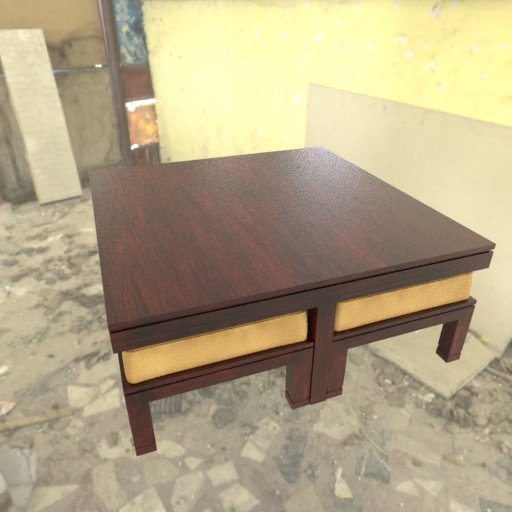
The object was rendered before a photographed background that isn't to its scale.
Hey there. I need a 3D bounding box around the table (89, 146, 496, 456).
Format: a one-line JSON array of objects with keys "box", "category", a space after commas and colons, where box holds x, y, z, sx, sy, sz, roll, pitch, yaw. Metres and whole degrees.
[{"box": [0.000, 0.000, 1.335, 0.865, 0.356, 0.865, -10, 31, -18], "category": "table"}]
